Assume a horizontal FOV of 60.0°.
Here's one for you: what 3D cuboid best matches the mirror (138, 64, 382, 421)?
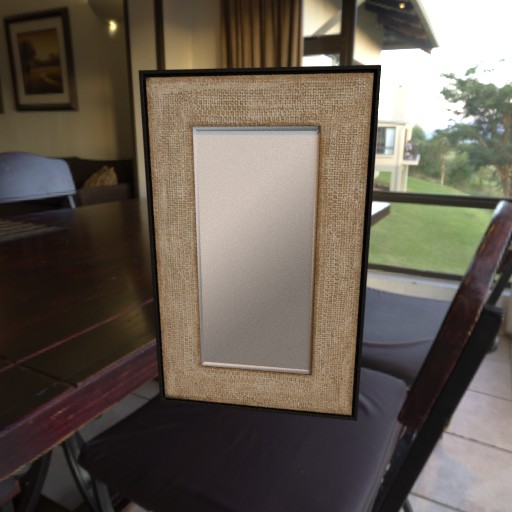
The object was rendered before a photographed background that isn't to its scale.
[{"bbox_3d":[0.000,0.000,1.550,0.762,1.219,0.038,2,16,9],"label":"mirror"}]
